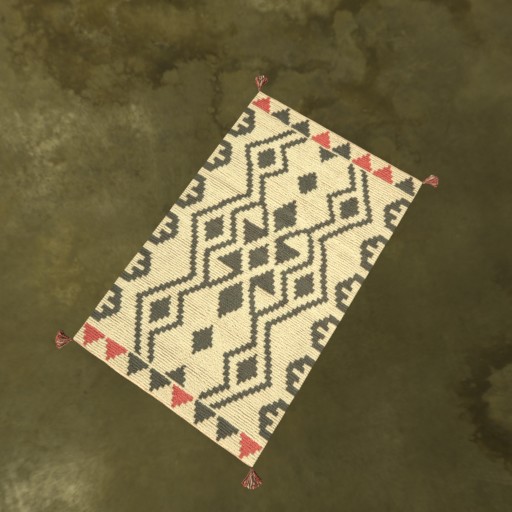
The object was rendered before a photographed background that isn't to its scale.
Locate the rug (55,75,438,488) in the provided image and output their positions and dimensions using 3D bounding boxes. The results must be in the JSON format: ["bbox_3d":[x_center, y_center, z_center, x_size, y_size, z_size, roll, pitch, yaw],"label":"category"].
[{"bbox_3d":[0.000,0.000,3.279,1.741,0.066,2.672,32,77,9],"label":"rug"}]
